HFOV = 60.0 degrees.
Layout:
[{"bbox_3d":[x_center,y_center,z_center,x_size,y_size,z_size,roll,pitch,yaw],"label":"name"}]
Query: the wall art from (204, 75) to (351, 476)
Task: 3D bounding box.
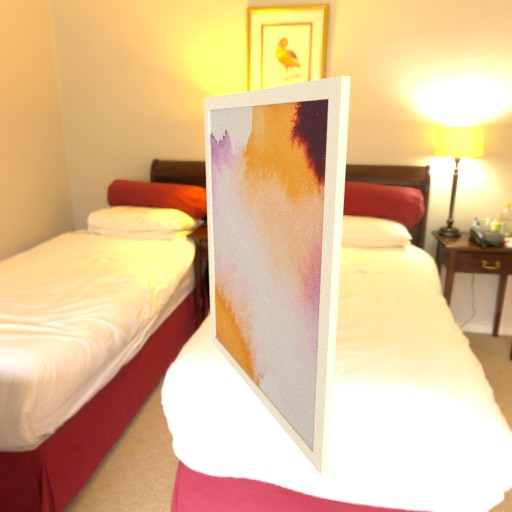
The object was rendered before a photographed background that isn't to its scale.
[{"bbox_3d":[0.000,0.000,0.794,0.012,0.557,0.482,-8,18,-24],"label":"wall art"}]
